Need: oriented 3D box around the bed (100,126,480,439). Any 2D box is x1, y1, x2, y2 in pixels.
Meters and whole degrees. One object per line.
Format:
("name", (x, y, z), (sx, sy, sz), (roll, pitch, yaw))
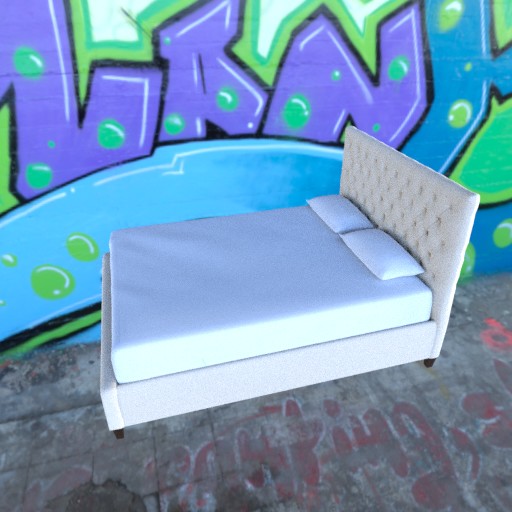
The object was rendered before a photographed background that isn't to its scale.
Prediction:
("bed", (0.000, 0.000, 3.422), (2.387, 1.427, 1.698), (-8, 32, -14))
